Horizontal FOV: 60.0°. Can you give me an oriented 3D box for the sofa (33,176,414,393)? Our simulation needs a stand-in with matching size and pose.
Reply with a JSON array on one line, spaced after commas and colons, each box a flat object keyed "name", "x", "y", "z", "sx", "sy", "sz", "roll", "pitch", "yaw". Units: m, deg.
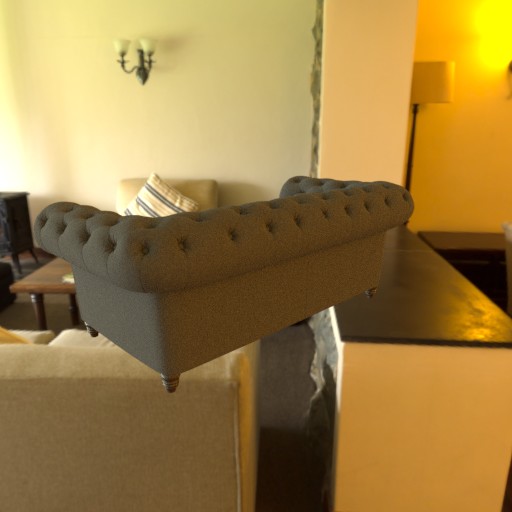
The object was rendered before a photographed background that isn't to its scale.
[{"name": "sofa", "x": 0.000, "y": 0.000, "z": 2.473, "sx": 1.998, "sy": 0.764, "sz": 0.986, "roll": -15, "pitch": 22, "yaw": -42}]
